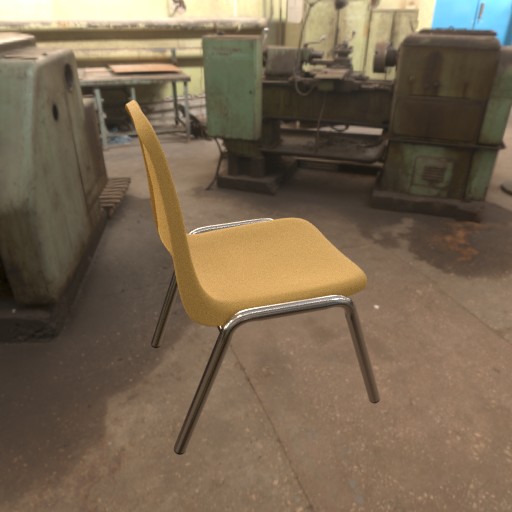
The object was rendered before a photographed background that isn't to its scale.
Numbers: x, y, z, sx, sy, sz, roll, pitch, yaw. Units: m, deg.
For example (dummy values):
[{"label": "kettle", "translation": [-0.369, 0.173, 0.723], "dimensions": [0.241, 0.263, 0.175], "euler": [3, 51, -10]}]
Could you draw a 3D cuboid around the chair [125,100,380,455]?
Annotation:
[{"label": "chair", "translation": [0.000, 0.000, 0.854], "dimensions": [0.423, 0.586, 0.354], "euler": [-10, 31, -17]}]
